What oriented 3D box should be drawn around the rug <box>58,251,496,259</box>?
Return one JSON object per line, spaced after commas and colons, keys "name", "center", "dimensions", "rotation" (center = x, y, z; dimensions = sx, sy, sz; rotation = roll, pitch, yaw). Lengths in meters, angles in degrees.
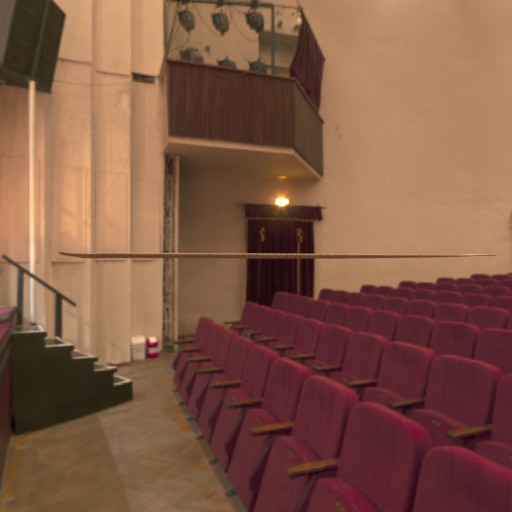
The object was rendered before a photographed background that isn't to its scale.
{"name": "rug", "center": [0.000, 0.000, 3.794], "dimensions": [2.897, 0.035, 2.277], "rotation": [0, -1, -18]}
